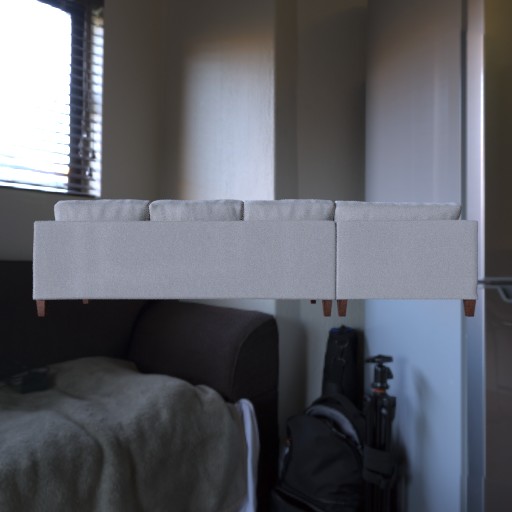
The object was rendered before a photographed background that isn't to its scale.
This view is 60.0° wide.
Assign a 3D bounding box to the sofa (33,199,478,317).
[{"bbox_3d":[0.000,0.000,3.954,3.186,0.861,1.625,0,0,0],"label":"sofa"}]
